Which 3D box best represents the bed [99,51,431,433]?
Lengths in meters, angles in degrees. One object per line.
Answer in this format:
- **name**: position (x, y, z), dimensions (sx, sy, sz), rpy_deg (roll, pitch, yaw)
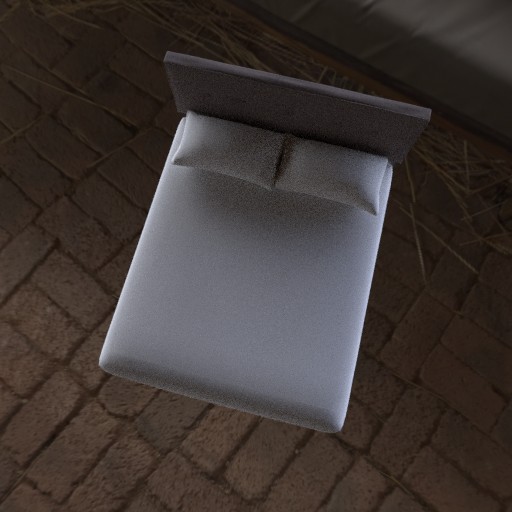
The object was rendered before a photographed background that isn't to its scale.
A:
- **bed**: position (0.000, 0.000, 2.832), dimensions (1.610, 1.089, 1.894), rpy_deg (14, 75, 4)
